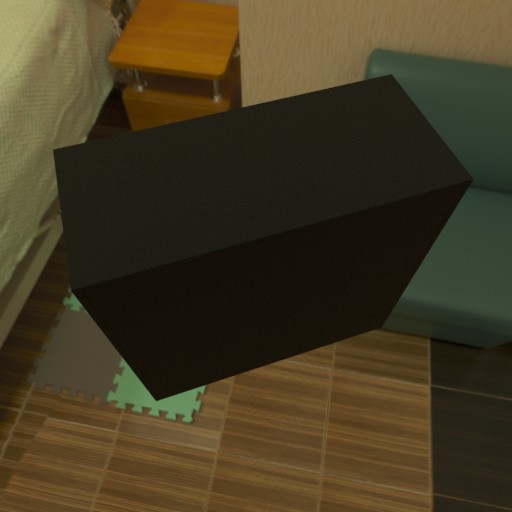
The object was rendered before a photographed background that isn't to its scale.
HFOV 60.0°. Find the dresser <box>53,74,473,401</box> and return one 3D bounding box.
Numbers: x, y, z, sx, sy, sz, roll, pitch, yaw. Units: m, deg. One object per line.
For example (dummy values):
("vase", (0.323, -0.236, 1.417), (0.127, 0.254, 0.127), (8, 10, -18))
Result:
("dresser", (0.000, 0.000, 1.173), (0.750, 0.720, 0.360), (-16, 60, -10))
